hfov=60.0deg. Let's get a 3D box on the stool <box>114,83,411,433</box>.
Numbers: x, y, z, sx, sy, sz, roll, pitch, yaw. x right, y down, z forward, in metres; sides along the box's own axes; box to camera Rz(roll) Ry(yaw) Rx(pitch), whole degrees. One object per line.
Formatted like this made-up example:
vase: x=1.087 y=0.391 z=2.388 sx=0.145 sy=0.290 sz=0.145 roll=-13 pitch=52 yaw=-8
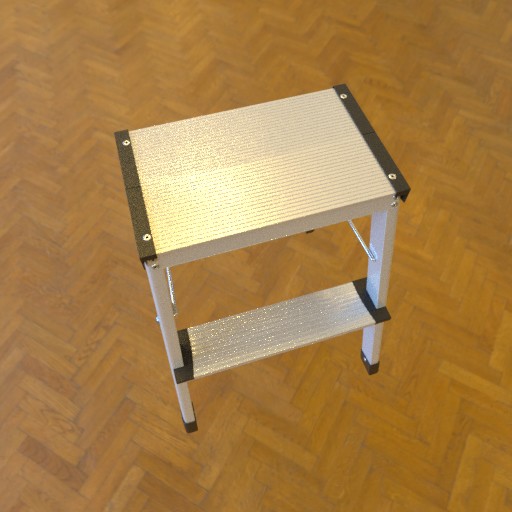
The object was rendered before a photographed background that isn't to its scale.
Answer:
stool: x=0.000 y=0.000 z=0.767 sx=0.404 sy=0.480 sz=0.405 roll=-15 pitch=60 yaw=-9
